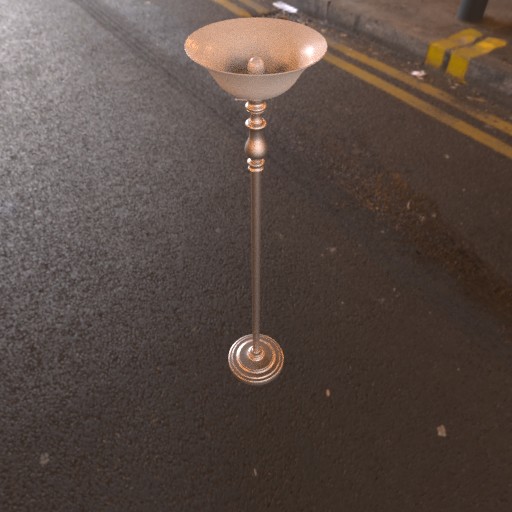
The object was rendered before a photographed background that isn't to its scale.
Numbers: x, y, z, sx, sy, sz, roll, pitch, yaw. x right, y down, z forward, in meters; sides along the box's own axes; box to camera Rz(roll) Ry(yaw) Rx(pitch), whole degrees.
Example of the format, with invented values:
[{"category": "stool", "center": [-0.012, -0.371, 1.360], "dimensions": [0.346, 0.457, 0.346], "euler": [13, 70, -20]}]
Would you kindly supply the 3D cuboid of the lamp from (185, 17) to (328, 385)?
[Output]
[{"category": "lamp", "center": [0.000, 0.000, 1.907], "dimensions": [0.405, 1.771, 0.405], "euler": [4, 47, 4]}]
